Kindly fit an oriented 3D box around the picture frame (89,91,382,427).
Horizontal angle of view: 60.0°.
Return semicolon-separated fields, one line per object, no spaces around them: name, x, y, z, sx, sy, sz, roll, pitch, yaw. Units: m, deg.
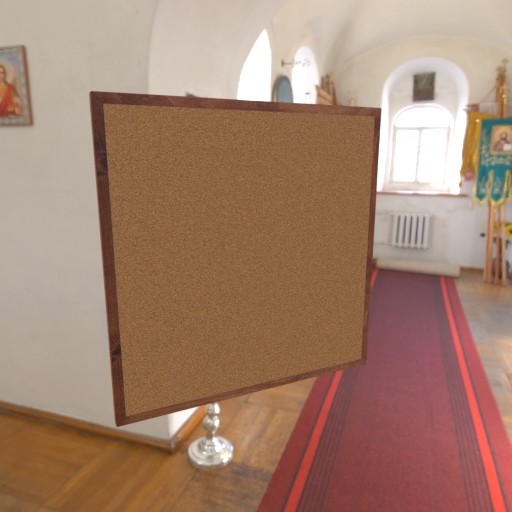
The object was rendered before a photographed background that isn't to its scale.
picture frame;0.000;0.000;1.232;0.810;0.817;0.029;-6;14;-25
